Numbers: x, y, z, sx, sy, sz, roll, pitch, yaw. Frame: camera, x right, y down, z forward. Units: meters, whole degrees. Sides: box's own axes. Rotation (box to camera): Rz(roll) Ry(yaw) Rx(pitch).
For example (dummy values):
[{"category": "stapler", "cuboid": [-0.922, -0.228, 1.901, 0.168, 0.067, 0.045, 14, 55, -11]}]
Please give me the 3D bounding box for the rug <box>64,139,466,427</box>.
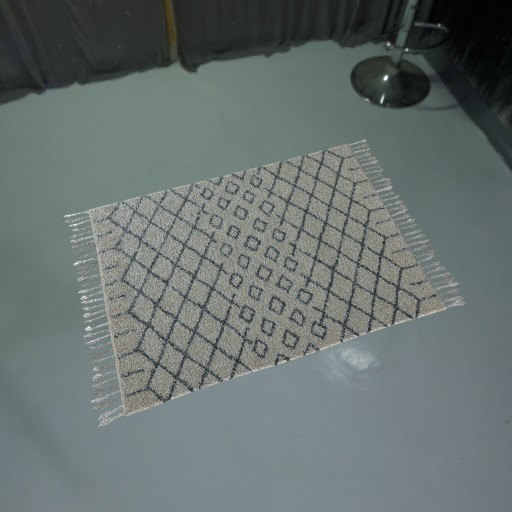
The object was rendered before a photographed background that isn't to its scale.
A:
[{"category": "rug", "cuboid": [0.000, 0.000, 3.267, 2.615, 0.029, 1.664, -16, 61, -9]}]
